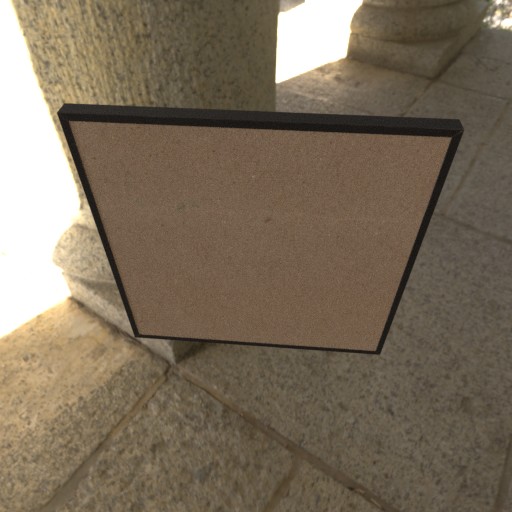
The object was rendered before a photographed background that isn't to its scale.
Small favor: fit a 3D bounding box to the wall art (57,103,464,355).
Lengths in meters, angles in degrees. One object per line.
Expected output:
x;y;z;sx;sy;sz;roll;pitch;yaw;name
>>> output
0.000;0.000;1.112;0.762;0.762;0.038;3;46;3;wall art
